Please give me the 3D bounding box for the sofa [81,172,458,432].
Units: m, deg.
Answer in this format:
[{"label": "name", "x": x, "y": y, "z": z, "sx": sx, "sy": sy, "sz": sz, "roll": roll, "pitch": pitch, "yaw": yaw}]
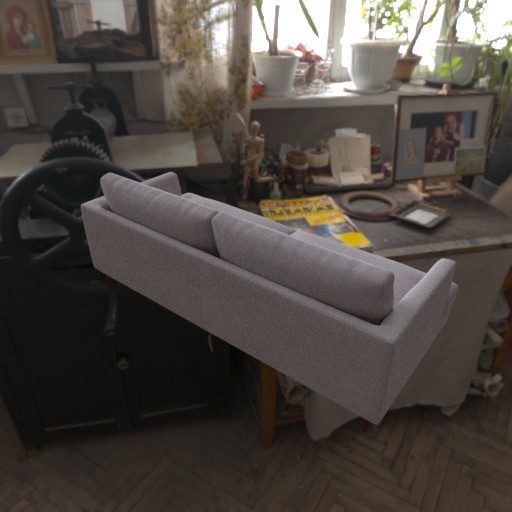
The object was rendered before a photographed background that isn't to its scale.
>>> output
[{"label": "sofa", "x": 0.000, "y": 0.000, "z": 2.841, "sx": 2.250, "sy": 0.868, "sz": 1.020, "roll": 22, "pitch": 37, "yaw": 32}]
